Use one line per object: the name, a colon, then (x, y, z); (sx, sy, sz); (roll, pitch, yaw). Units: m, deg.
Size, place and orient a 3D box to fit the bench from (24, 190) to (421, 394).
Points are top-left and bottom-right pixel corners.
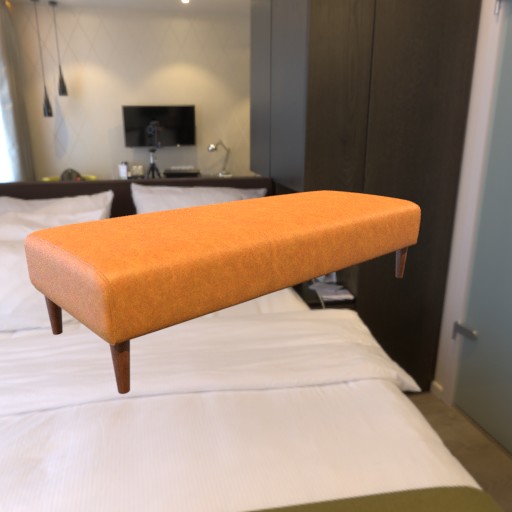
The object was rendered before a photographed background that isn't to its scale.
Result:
bench: (0.000, 0.000, 1.854); (1.610, 0.399, 0.653); (-14, 21, -41)
